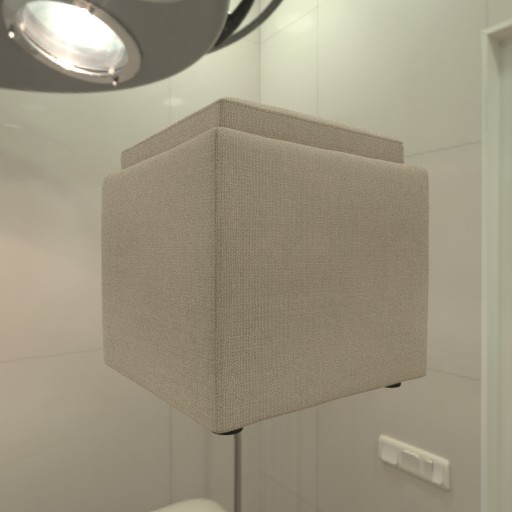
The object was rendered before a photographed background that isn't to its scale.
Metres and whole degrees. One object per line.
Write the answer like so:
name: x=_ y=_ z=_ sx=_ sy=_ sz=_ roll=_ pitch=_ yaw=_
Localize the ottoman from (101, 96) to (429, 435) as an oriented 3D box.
ottoman: x=0.000 y=0.000 z=0.828 sx=0.451 sy=0.460 sz=0.450 roll=0 pitch=0 yaw=-36
